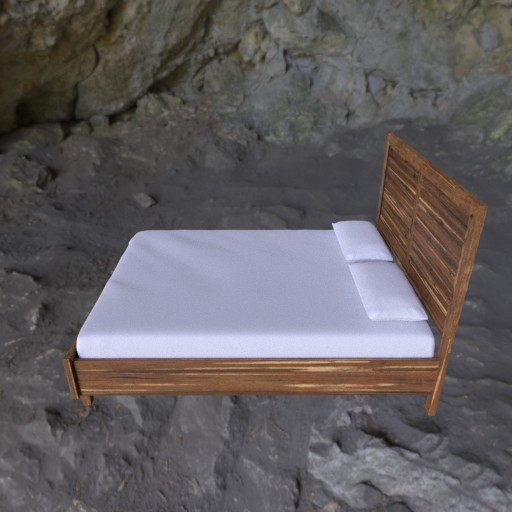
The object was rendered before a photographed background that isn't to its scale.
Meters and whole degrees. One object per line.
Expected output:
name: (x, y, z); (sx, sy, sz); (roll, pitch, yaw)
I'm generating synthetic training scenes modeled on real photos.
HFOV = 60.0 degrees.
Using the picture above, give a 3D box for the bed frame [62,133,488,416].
bed frame: (0.000, 0.000, 3.243); (2.276, 1.417, 1.696); (0, 27, 0)
